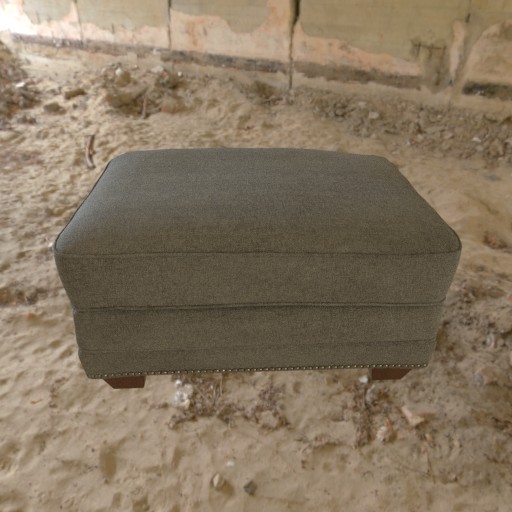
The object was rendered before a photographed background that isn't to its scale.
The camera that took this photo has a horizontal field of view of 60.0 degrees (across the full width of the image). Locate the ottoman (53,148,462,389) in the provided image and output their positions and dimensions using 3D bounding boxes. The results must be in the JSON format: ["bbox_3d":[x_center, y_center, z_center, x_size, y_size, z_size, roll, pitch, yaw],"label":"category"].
[{"bbox_3d":[0.000,0.000,1.148,0.813,0.457,0.561,-1,32,-2],"label":"ottoman"}]
